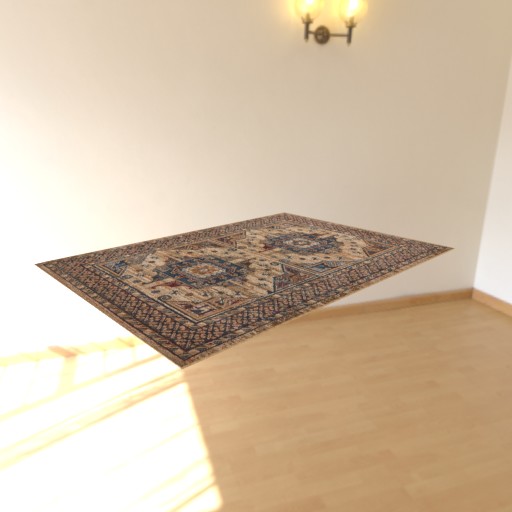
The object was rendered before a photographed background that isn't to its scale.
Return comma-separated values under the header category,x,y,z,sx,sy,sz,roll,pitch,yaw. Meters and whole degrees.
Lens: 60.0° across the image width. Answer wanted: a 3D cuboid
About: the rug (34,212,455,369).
category,x,y,z,sx,sy,sz,roll,pitch,yaw
rug,0.000,0.000,2.877,2.227,0.008,1.611,-16,23,-40
